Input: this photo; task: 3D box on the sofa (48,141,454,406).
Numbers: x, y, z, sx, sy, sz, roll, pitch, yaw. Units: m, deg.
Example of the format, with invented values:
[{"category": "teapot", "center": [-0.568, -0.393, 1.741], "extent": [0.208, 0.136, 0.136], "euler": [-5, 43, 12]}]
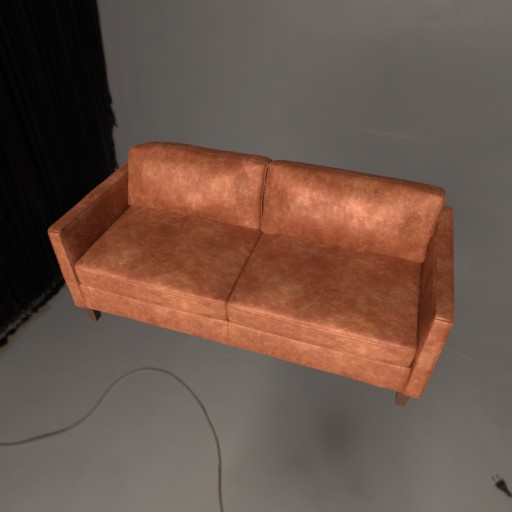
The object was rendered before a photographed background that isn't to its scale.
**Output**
[{"category": "sofa", "center": [0.000, 0.000, 2.459], "extent": [1.971, 0.863, 0.923], "euler": [12, 41, 14]}]
